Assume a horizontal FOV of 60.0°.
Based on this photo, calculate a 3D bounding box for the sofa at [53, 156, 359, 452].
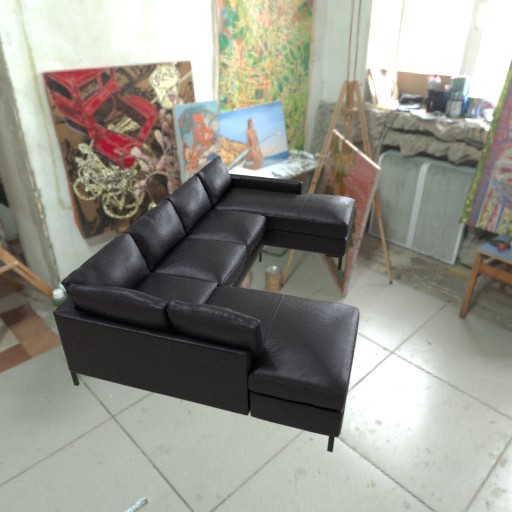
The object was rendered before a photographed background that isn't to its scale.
[{"bbox_3d":[0.000,0.000,3.952,1.939,0.900,2.956,8,31,14],"label":"sofa"}]
